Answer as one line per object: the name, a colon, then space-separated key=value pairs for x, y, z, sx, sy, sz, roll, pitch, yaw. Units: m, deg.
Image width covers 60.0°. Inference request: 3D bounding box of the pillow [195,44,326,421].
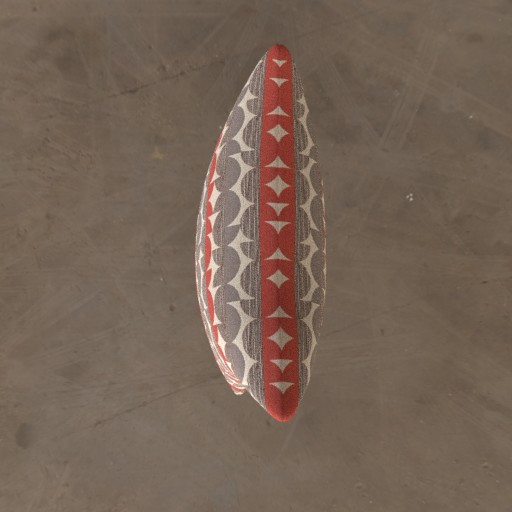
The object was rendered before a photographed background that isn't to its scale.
pillow: x=0.000 y=0.000 z=0.656 sx=0.180 sy=0.410 sz=0.420 roll=0 pitch=76 yaw=0
